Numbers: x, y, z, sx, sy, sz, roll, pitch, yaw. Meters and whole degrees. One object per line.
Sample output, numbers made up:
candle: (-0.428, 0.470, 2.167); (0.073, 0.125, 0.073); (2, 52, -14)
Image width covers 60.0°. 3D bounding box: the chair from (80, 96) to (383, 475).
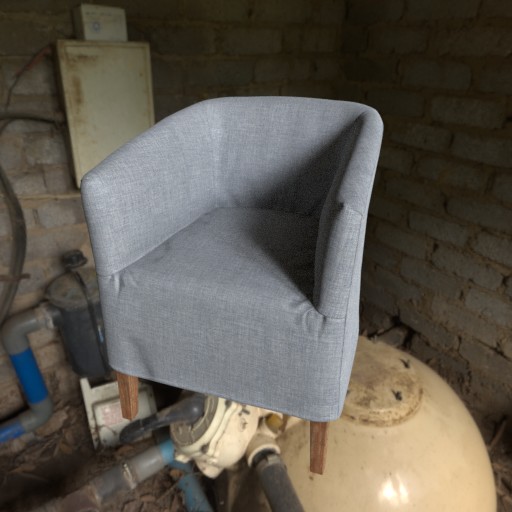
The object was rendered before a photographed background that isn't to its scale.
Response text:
chair: (0.000, 0.000, 1.225); (0.600, 0.771, 0.668); (8, 27, 17)
